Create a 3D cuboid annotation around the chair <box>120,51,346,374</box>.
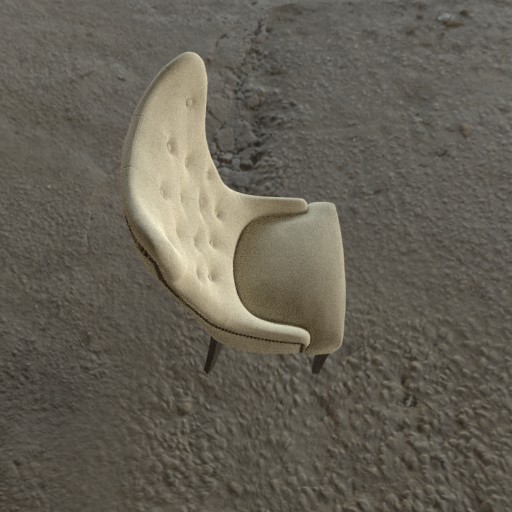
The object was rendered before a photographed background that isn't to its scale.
[{"bbox_3d":[0.000,0.000,1.401,0.590,1.065,0.584,2,63,1],"label":"chair"}]
